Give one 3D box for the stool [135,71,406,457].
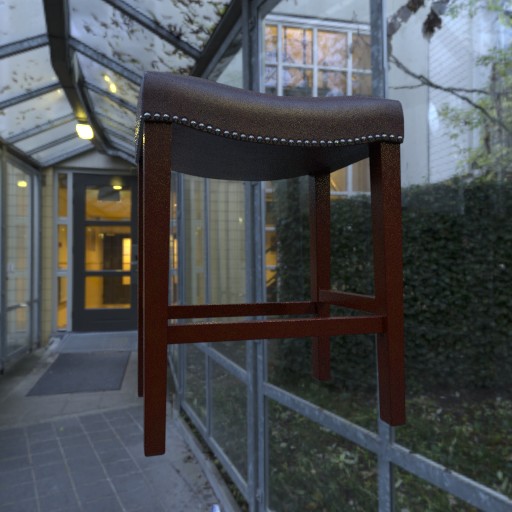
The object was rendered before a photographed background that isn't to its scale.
[{"bbox_3d":[0.000,0.000,0.963,0.504,0.657,0.372,0,-1,-17],"label":"stool"}]
